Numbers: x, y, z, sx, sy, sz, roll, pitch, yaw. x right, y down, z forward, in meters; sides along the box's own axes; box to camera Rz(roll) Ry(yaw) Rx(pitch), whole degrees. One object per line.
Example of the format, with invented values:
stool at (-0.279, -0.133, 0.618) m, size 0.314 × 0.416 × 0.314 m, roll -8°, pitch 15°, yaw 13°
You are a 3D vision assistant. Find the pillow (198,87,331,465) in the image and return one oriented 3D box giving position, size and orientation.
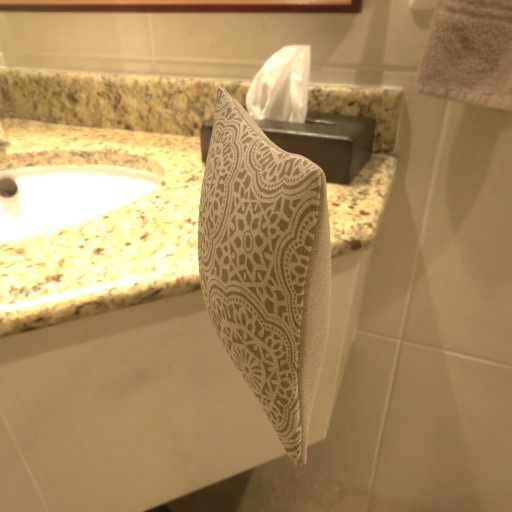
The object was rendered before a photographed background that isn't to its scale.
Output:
pillow at (0.000, 0.000, 0.674) m, size 0.167 × 0.421 × 0.438 m, roll -8°, pitch 31°, yaw -14°
